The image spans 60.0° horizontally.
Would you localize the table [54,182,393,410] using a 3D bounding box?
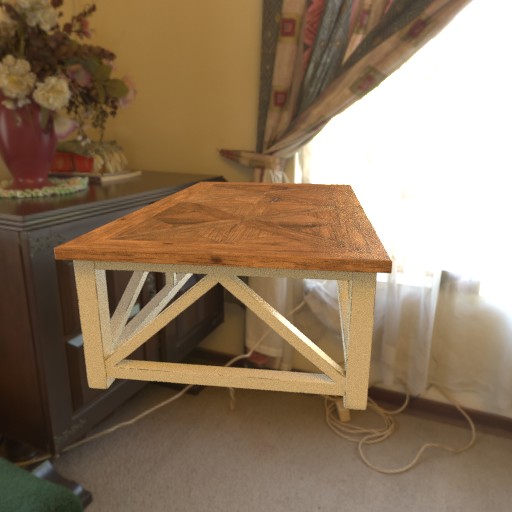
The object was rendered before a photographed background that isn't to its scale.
[{"bbox_3d":[0.000,0.000,1.748,0.800,0.410,1.400,2,16,8],"label":"table"}]
